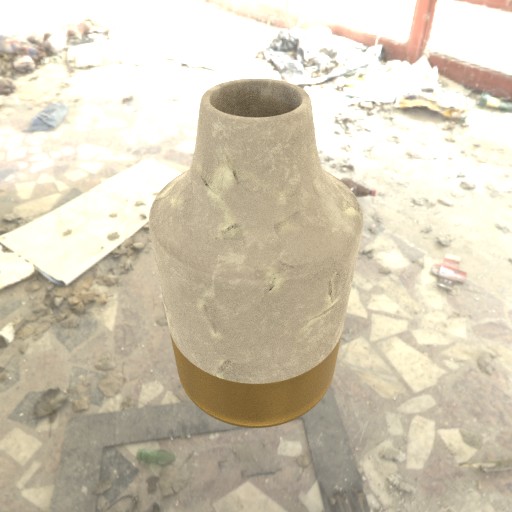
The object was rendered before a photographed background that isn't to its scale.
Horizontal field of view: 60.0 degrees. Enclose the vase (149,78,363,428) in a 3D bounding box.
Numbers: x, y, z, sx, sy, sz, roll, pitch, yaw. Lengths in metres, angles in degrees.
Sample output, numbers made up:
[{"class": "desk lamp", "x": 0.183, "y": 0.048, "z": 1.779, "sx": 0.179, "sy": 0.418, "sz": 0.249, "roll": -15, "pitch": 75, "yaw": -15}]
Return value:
[{"class": "vase", "x": 0.000, "y": 0.000, "z": 0.419, "sx": 0.184, "sy": 0.305, "sz": 0.184, "roll": 0, "pitch": 41, "yaw": 0}]
